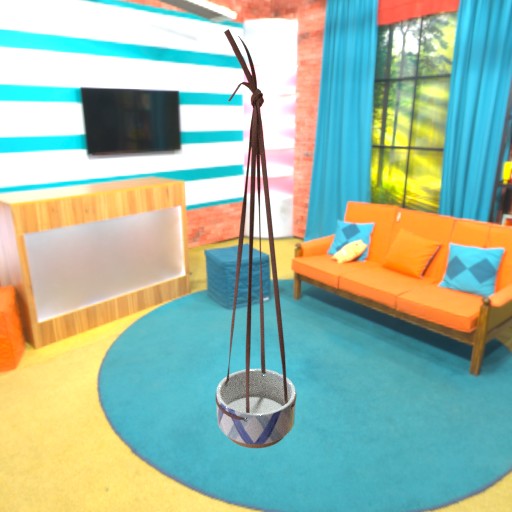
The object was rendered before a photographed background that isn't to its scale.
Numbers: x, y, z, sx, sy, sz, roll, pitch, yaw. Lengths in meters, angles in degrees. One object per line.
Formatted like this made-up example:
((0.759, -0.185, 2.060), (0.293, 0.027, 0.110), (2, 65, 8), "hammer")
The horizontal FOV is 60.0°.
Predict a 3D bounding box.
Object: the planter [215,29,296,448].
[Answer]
((0.000, 0.000, 0.823), (0.166, 0.751, 0.166), (2, 17, 7), "planter")
